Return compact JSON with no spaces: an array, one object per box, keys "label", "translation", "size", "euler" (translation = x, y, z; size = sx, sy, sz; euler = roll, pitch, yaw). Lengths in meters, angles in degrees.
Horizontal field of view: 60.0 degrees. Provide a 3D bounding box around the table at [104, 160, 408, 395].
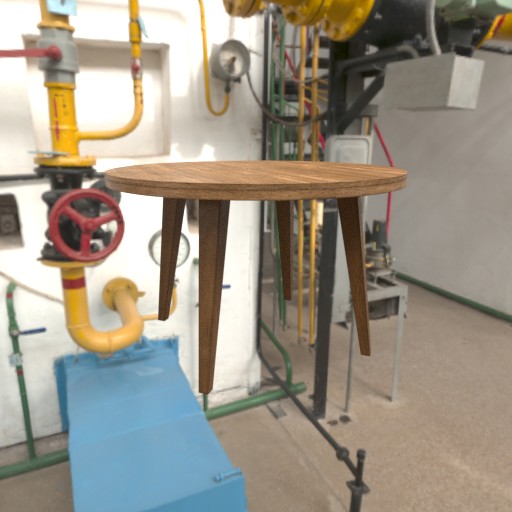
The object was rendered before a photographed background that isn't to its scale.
[{"label":"table","translation":[0.000,0.000,1.968],"size":[1.213,0.764,1.213],"euler":[0,15,0]}]
